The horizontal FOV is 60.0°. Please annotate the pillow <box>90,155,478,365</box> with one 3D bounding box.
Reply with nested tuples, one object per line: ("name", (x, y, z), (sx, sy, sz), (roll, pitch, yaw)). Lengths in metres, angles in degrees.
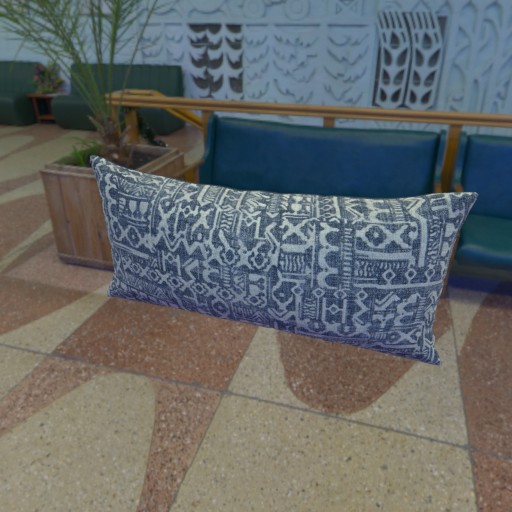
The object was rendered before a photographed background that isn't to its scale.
("pillow", (0.000, 0.000, 0.736), (0.631, 0.292, 0.148), (9, 29, 17))
